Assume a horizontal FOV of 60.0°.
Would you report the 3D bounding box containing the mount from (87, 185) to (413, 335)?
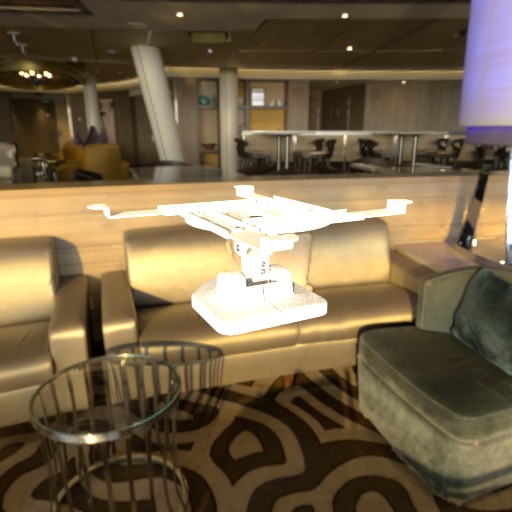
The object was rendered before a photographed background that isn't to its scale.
[{"bbox_3d":[0.000,0.000,0.589,0.394,0.141,0.394,-8,17,-26],"label":"mount"}]
